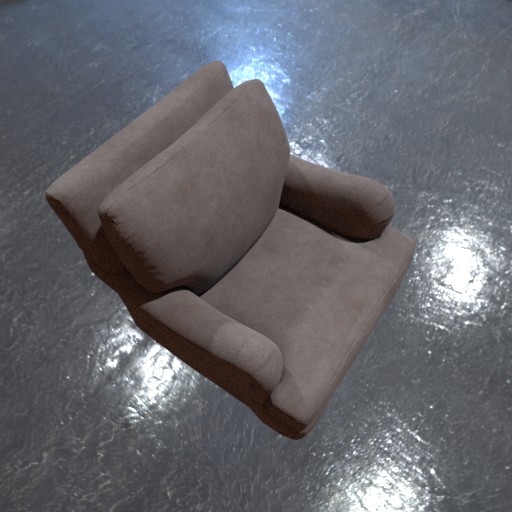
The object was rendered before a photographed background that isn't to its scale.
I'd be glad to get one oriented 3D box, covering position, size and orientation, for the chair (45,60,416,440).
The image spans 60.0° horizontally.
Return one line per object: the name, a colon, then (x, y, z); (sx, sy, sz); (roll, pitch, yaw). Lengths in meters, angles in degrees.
chair: (0.000, 0.000, 1.799); (1.070, 0.997, 0.955); (31, 62, 19)
